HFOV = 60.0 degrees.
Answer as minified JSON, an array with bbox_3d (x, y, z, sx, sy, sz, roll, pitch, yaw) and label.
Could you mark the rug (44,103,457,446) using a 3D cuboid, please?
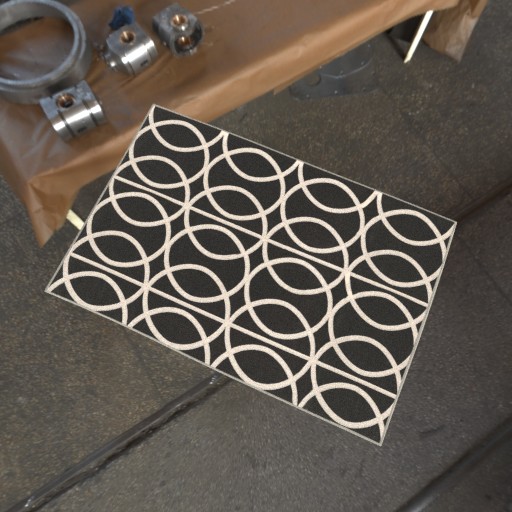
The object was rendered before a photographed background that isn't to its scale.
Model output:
[{"bbox_3d":[0.000,0.000,2.902,2.294,0.014,1.528,23,75,6],"label":"rug"}]
